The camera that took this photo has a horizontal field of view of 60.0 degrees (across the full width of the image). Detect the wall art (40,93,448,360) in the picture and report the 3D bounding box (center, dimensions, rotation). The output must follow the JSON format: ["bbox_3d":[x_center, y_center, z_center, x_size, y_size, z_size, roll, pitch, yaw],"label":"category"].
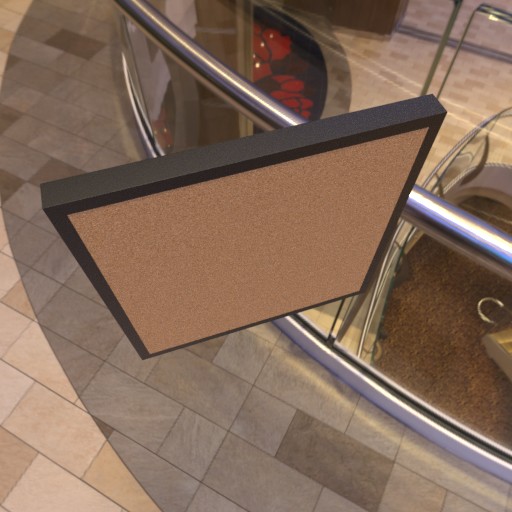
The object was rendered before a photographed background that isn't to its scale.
[{"bbox_3d":[0.000,0.000,0.755,0.508,0.508,0.038,-16,59,-9],"label":"wall art"}]
